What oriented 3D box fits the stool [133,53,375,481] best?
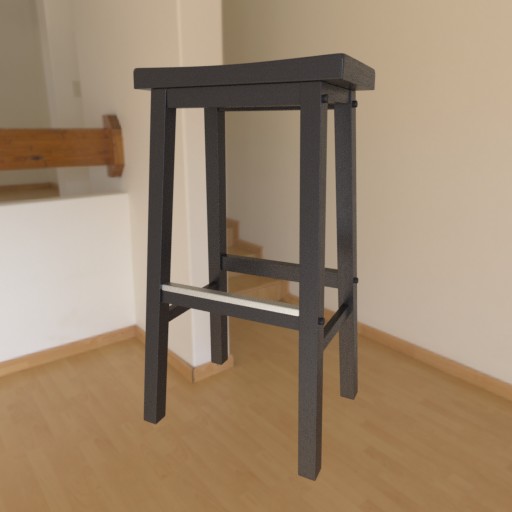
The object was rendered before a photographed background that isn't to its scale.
[{"bbox_3d":[0.000,0.000,0.948,0.406,0.742,0.322,8,18,25],"label":"stool"}]
